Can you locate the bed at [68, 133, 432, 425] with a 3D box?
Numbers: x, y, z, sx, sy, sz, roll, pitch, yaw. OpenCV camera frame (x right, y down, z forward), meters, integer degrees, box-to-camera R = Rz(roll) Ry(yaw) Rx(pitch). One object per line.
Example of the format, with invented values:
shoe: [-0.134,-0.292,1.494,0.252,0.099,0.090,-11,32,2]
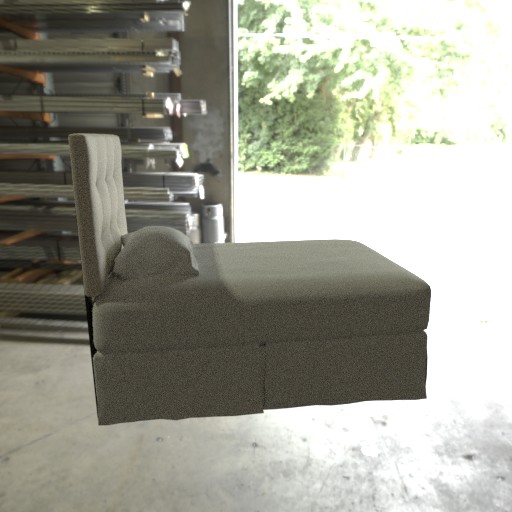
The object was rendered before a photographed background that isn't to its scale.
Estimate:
bed: [0.000,0.000,2.961,1.997,1.571,1.261,-2,15,-8]
